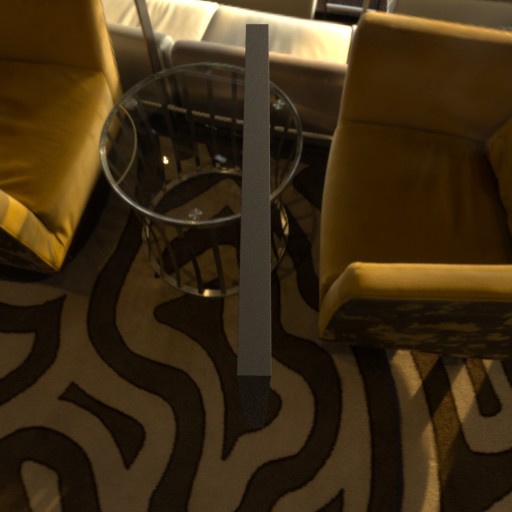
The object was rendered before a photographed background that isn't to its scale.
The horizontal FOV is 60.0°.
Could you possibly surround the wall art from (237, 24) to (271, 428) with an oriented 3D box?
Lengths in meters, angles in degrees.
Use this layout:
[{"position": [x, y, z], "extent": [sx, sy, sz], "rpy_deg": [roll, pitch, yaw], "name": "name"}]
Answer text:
[{"position": [0.000, 0.000, 0.764], "extent": [0.033, 0.507, 0.508], "rpy_deg": [0, 64, 0], "name": "wall art"}]
